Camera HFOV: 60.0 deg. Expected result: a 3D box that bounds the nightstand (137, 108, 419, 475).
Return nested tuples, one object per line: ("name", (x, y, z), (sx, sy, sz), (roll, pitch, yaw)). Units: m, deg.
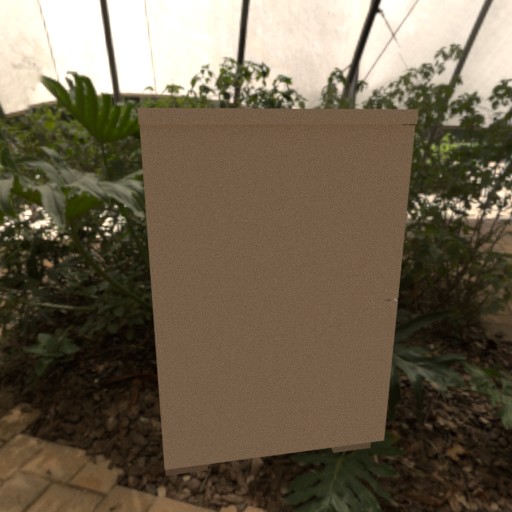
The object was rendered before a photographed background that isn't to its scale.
("nightstand", (0.000, 0.000, 0.749), (0.325, 0.460, 0.441), (-3, 17, -10))
